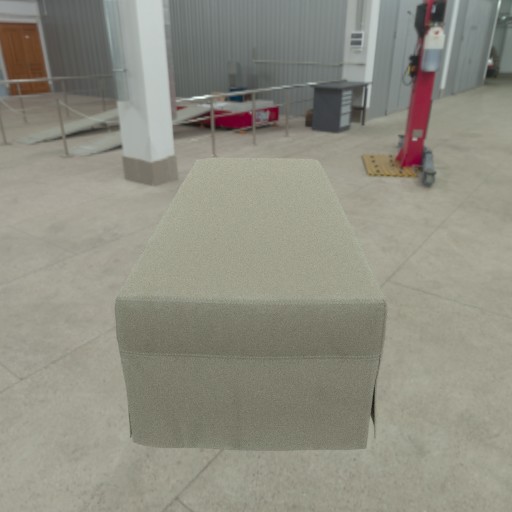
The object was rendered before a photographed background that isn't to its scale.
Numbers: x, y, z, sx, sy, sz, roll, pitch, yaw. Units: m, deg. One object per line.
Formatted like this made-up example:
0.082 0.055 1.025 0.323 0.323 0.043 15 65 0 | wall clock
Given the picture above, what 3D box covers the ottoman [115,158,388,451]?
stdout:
0.000 0.000 1.671 0.665 0.457 1.388 0 25 1 | ottoman
